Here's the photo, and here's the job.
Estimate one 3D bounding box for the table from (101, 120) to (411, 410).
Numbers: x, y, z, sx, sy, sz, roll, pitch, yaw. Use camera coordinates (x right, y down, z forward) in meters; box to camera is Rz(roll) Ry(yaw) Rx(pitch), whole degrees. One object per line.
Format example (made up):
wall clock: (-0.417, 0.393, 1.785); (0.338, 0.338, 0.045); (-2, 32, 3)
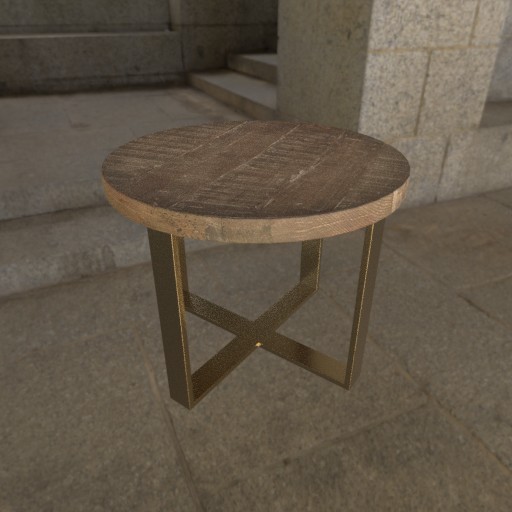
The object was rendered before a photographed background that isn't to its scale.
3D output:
table: (0.000, 0.000, 0.942); (0.557, 0.437, 0.557); (0, 30, 0)
